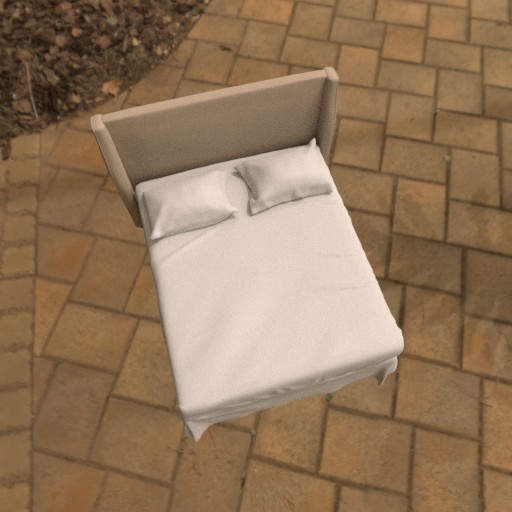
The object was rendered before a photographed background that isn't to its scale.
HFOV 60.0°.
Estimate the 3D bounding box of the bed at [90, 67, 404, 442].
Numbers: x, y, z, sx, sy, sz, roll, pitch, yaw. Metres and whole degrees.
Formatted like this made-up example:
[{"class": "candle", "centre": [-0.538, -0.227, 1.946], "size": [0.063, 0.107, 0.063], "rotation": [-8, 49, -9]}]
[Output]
[{"class": "bed", "centre": [0.000, 0.000, 3.468], "size": [1.925, 1.332, 2.276], "rotation": [-14, 65, -7]}]
